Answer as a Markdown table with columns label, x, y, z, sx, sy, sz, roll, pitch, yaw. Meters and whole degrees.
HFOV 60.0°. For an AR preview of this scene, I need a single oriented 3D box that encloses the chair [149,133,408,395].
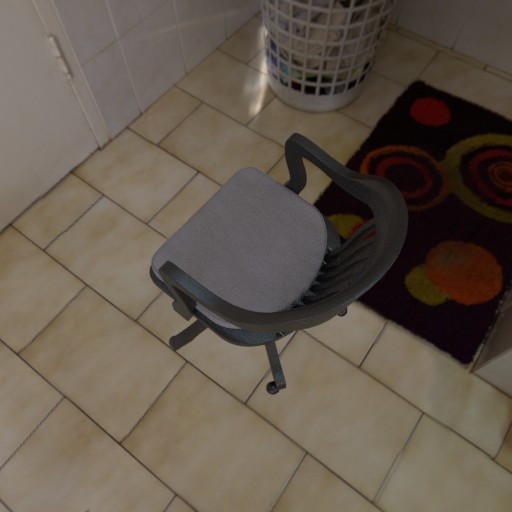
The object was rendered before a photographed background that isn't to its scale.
| label | x | y | z | sx | sy | sz | roll | pitch | yaw |
| --- | --- | --- | --- | --- | --- | --- | --- | --- | --- |
| chair | 0.000 | 0.000 | 1.501 | 0.788 | 0.878 | 0.750 | 35 | 68 | 17 |
